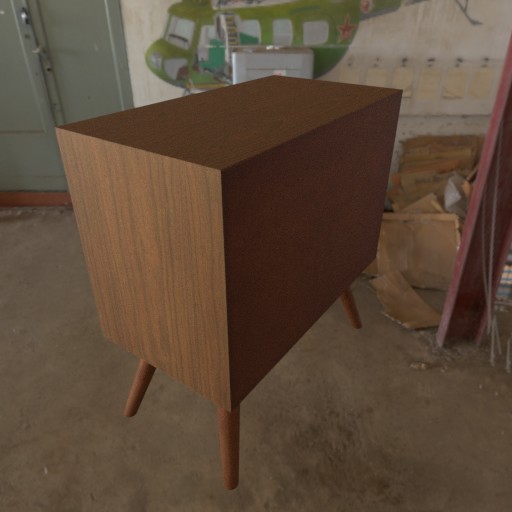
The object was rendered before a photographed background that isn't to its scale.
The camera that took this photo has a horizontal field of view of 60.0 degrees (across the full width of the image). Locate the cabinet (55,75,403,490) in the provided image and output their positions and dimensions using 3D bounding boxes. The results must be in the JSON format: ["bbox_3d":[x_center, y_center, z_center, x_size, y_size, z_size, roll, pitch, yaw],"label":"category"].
[{"bbox_3d":[0.000,0.000,1.136,0.388,0.748,0.712,20,36,30],"label":"cabinet"}]
